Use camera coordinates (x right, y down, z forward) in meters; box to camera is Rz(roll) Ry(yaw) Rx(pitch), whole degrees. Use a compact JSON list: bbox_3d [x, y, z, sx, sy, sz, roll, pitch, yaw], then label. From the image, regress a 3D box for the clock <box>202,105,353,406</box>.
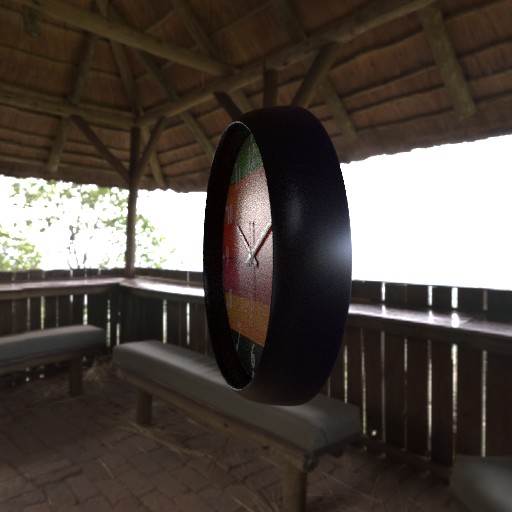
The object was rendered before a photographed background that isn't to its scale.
[{"bbox_3d":[0.000,0.000,0.458,0.060,0.300,0.300,0,1,-18],"label":"clock"}]
